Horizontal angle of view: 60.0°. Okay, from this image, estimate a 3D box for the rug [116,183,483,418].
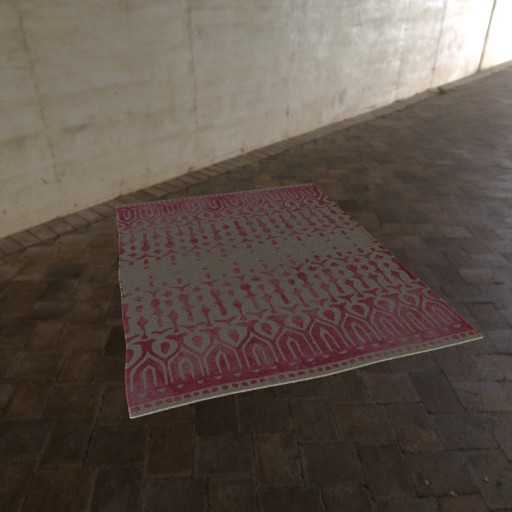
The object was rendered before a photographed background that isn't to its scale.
[{"bbox_3d":[0.000,0.000,4.085,2.441,0.016,3.095,-9,32,-14],"label":"rug"}]
